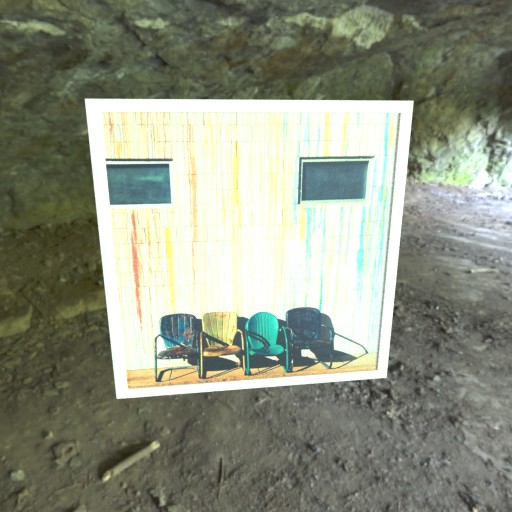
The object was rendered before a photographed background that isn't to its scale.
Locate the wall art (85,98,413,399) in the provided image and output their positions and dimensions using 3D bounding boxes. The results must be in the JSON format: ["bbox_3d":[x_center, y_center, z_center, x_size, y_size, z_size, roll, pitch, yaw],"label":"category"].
[{"bbox_3d":[0.000,0.000,1.145,0.760,0.760,0.036,-2,17,-7],"label":"wall art"}]
